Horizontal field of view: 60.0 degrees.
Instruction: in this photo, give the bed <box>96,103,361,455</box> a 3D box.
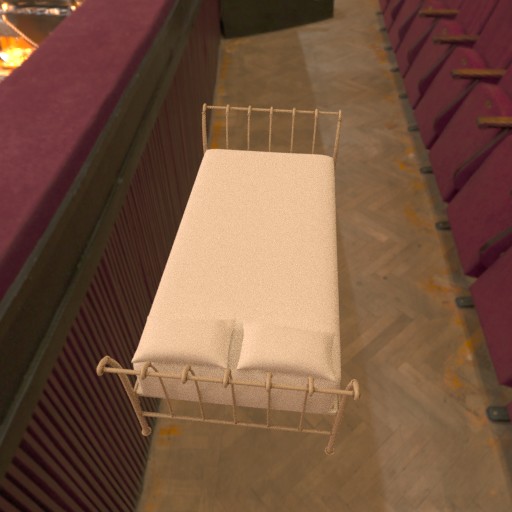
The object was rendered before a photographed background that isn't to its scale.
[{"bbox_3d":[0.000,0.000,2.741,1.032,0.873,2.228,4,45,4],"label":"bed"}]
